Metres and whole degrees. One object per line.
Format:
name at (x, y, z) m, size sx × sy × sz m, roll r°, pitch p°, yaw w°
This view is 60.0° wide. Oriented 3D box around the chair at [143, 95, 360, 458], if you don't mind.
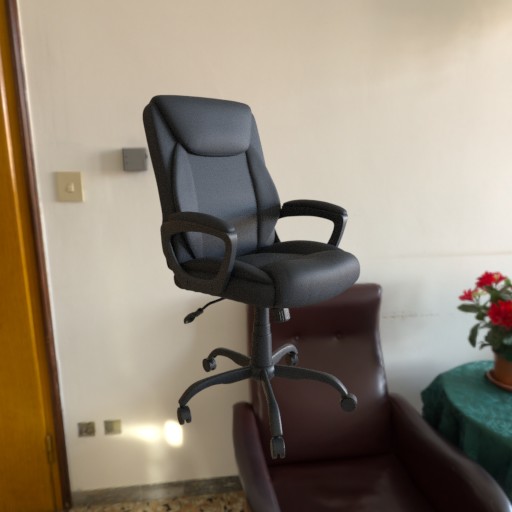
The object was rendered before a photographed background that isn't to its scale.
chair at (0.000, 0.000, 1.518) m, size 0.615 × 1.072 × 0.655 m, roll -12°, pitch 18°, yaw -42°
